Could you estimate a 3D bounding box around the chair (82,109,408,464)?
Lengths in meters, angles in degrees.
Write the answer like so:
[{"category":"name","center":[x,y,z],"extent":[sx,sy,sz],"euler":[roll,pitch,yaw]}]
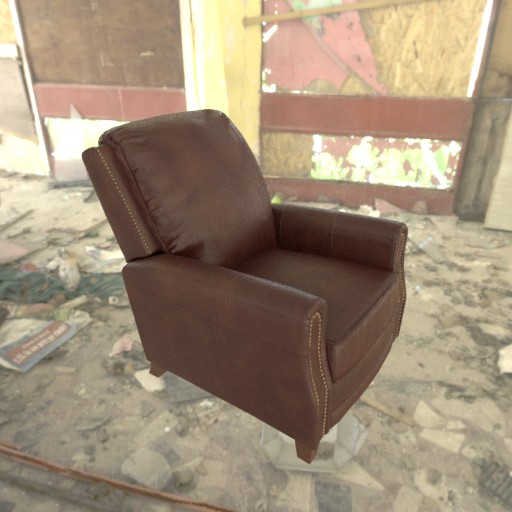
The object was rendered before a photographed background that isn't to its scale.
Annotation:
[{"category":"chair","center":[0.000,0.000,1.785],"extent":[1.089,1.022,0.826],"euler":[19,32,32]}]
